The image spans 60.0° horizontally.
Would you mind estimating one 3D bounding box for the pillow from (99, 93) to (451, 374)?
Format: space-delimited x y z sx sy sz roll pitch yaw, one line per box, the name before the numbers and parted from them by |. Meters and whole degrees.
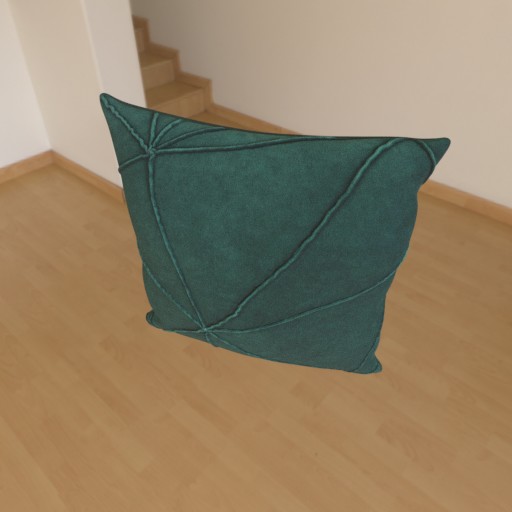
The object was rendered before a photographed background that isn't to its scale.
pillow | 0.000 0.000 0.658 0.439 0.440 0.184 10 41 12
